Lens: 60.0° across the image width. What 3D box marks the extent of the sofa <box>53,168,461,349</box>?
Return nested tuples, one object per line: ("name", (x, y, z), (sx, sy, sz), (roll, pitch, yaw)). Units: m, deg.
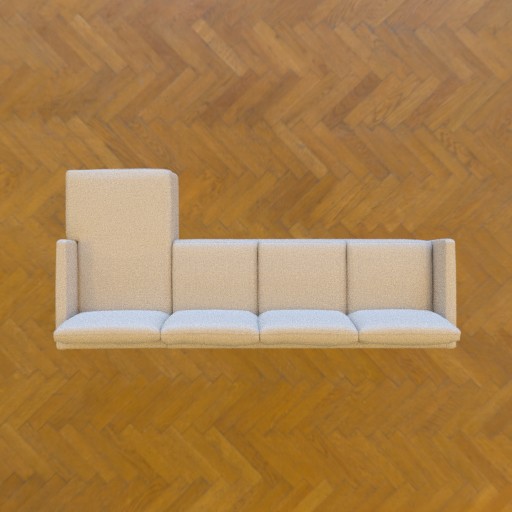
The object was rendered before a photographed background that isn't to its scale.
("sofa", (0.000, 0.000, 3.148), (2.731, 0.755, 1.258), (0, 89, 0))
